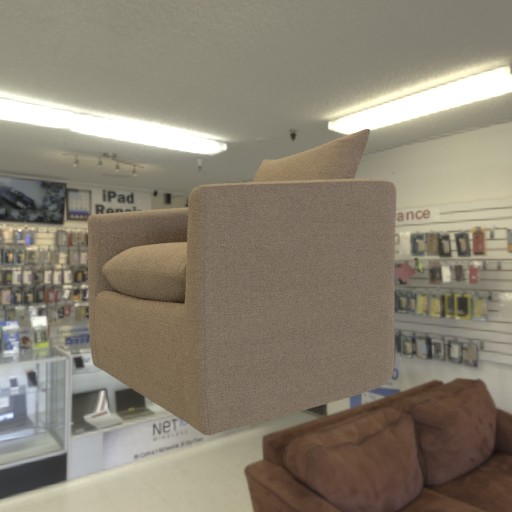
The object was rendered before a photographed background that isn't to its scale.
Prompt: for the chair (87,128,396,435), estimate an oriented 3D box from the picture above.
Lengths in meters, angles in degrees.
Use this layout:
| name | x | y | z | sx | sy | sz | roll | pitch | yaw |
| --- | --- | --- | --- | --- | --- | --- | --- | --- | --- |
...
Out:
| name | x | y | z | sx | sy | sz | roll | pitch | yaw |
| --- | --- | --- | --- | --- | --- | --- | --- | --- | --- |
| chair | 0.000 | 0.000 | 1.534 | 0.910 | 0.848 | 0.845 | 0 | -1 | -37 |
